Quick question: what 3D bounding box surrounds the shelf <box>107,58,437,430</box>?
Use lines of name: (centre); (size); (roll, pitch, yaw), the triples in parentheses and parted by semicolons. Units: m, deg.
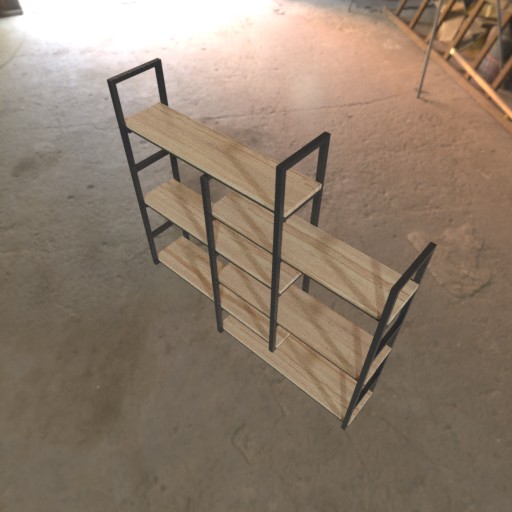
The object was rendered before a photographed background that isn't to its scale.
shelf: (0.000, 0.000, 1.401); (0.946, 0.921, 0.183); (33, 55, 26)
